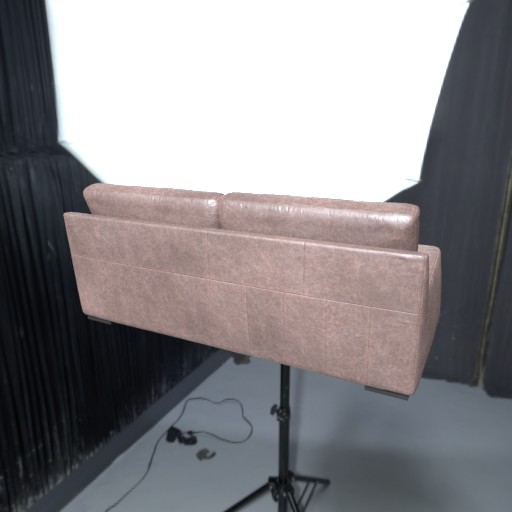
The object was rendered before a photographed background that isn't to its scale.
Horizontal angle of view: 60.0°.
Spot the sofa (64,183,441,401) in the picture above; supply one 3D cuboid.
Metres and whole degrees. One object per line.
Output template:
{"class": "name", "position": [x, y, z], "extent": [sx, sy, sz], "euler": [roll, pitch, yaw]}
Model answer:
{"class": "sofa", "position": [0.000, 0.000, 2.892], "extent": [2.261, 0.941, 1.143], "euler": [8, 18, 26]}
